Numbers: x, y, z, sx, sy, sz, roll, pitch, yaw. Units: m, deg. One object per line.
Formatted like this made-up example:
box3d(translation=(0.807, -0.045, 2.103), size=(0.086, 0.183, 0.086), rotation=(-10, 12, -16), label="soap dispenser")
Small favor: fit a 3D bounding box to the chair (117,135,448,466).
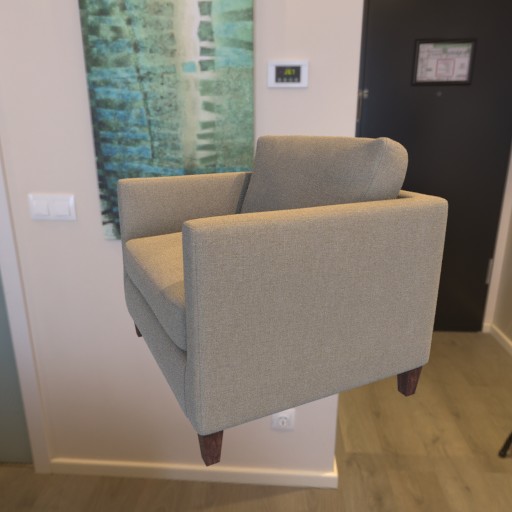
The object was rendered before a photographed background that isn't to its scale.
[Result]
box3d(translation=(0.000, 0.000, 1.831), size=(0.959, 0.963, 1.107), rotation=(-8, 19, -25), label="chair")
